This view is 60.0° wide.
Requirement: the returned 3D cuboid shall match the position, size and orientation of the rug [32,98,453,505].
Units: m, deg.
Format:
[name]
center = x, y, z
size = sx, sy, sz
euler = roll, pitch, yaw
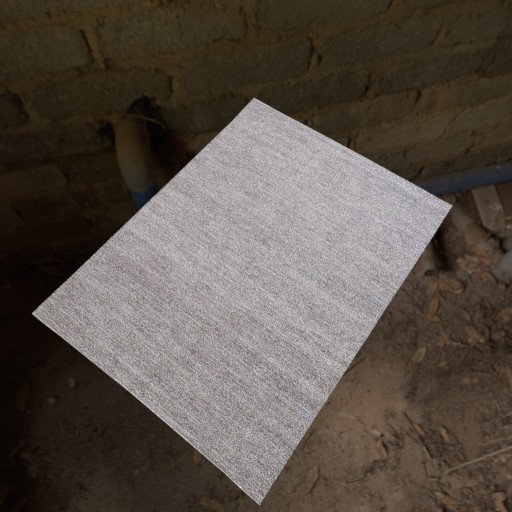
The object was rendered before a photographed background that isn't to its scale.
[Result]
[rug]
center = 0.000, 0.000, 4.069
size = 2.434, 0.045, 3.202
euler = 34, 67, 16
